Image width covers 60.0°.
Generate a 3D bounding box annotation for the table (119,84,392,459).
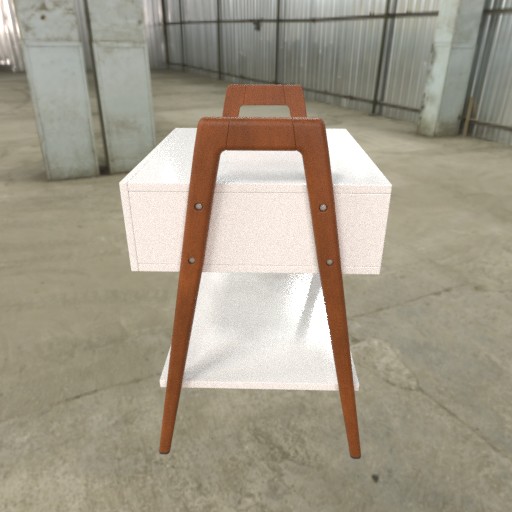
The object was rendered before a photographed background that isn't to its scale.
[{"bbox_3d":[0.000,0.000,0.897,0.405,0.610,0.457,1,26,1],"label":"table"}]
